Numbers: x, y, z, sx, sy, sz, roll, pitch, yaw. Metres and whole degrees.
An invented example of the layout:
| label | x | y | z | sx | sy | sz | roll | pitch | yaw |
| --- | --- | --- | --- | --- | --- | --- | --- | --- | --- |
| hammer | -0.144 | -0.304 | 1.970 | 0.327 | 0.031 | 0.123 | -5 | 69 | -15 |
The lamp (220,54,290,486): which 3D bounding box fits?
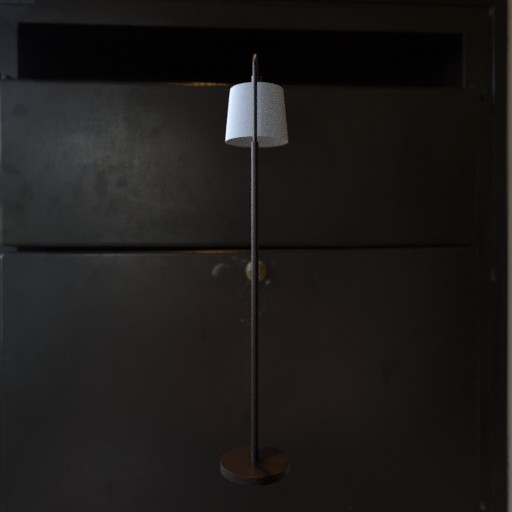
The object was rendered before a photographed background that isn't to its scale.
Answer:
| label | x | y | z | sx | sy | sz | roll | pitch | yaw |
| --- | --- | --- | --- | --- | --- | --- | --- | --- | --- |
| lamp | 0.000 | 0.000 | 1.675 | 0.254 | 1.478 | 0.508 | 0 | 0 | 1 |
